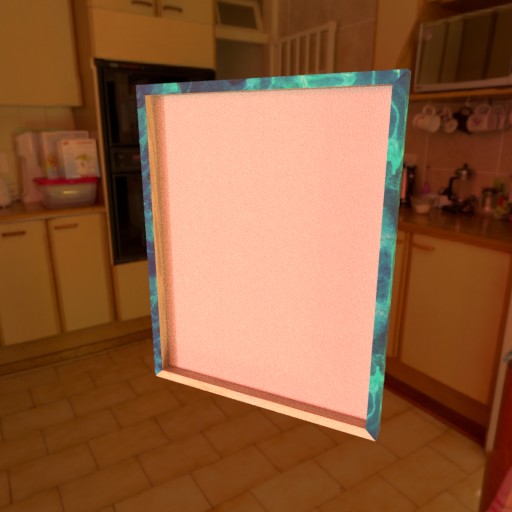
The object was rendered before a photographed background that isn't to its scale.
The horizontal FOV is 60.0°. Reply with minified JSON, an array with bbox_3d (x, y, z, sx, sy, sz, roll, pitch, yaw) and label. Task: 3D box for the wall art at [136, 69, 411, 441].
[{"bbox_3d":[0.000,0.000,1.020,0.609,0.760,0.038,8,17,26],"label":"wall art"}]
